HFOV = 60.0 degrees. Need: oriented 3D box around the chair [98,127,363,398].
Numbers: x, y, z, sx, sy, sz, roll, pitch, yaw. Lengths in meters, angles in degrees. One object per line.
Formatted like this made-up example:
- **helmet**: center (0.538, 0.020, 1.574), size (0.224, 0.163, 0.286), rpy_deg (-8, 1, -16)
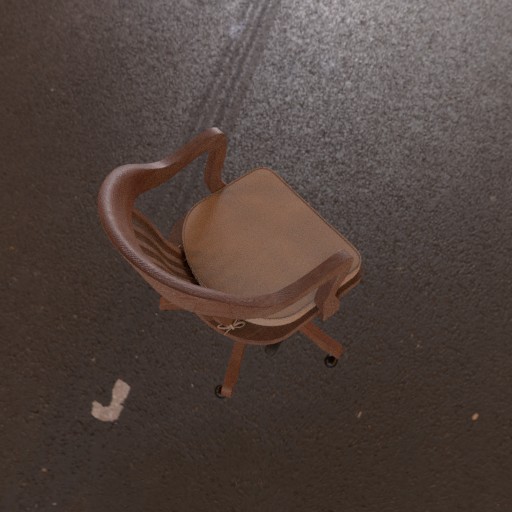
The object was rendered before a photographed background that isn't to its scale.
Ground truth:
- **chair**: center (0.000, 0.000, 1.466), size (0.788, 0.878, 0.750), rpy_deg (-33, 64, -19)
